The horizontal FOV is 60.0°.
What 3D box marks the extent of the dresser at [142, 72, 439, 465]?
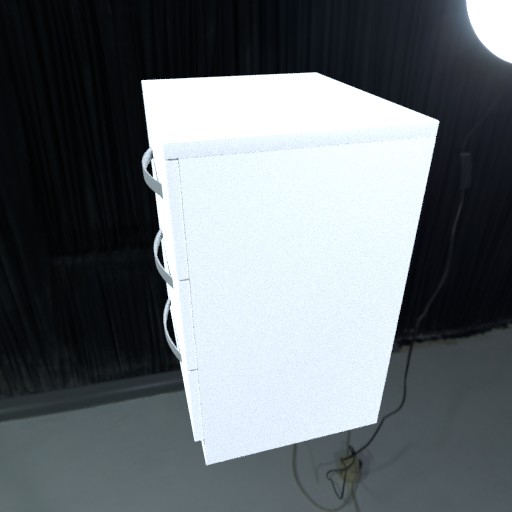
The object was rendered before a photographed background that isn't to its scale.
[{"bbox_3d":[0.000,0.000,0.815,0.360,0.560,0.400,-8,32,-13],"label":"dresser"}]
